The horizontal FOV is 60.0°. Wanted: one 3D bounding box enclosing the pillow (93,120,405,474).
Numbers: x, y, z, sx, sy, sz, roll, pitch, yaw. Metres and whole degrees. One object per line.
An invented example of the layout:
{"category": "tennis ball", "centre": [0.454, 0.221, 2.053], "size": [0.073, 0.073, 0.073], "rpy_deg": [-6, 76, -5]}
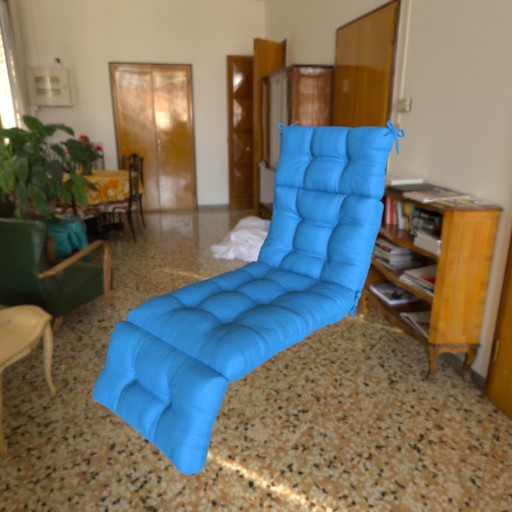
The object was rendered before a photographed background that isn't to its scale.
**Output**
{"category": "pillow", "centre": [0.000, 0.000, 1.474], "size": [0.526, 0.863, 1.016], "rpy_deg": [15, 23, 41]}
